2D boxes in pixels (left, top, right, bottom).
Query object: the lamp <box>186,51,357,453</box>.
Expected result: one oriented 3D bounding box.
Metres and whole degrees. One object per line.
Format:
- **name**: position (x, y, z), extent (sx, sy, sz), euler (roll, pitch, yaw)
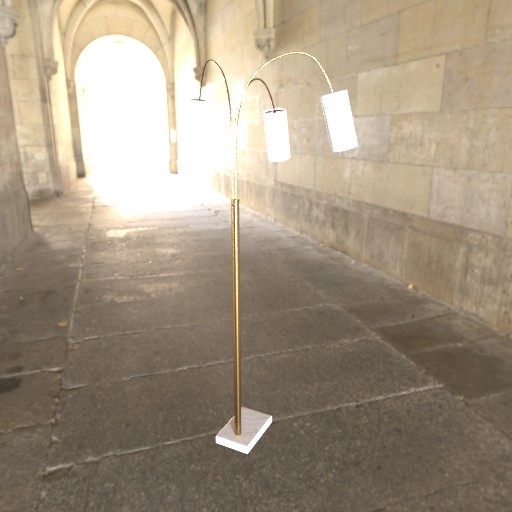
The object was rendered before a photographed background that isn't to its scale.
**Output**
- **lamp**: position (0.000, 0.000, 2.490), extent (1.020, 2.055, 0.667), euler (8, 17, 26)
